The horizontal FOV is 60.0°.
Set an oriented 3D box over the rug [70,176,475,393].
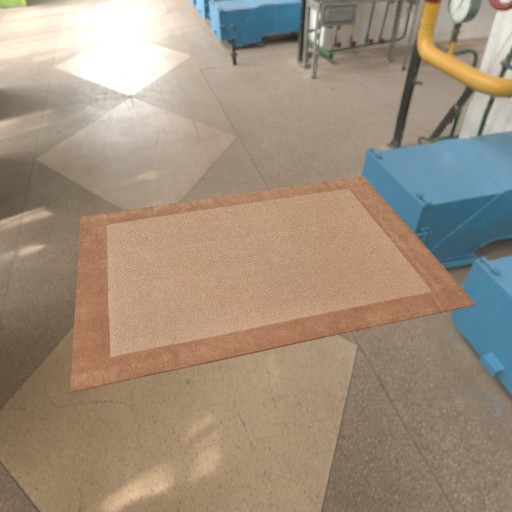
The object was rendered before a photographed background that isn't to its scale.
[{"bbox_3d":[0.000,0.000,2.362,1.829,0.014,1.219,-10,41,-11],"label":"rug"}]
